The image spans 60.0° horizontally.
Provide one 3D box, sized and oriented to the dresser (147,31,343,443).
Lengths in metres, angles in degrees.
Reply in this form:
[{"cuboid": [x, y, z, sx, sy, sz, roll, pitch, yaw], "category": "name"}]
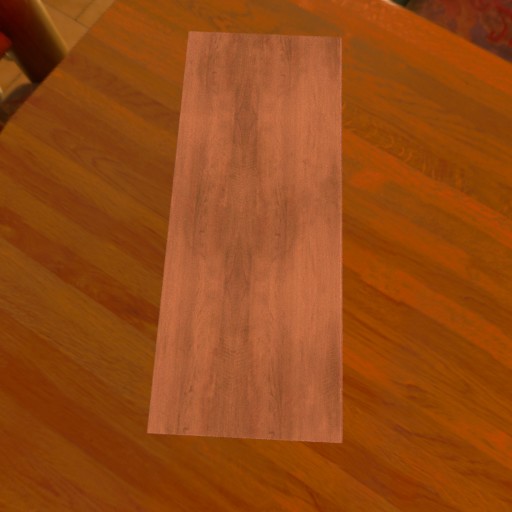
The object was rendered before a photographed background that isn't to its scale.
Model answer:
[{"cuboid": [0.000, 0.000, 1.434, 0.404, 0.816, 0.994, 3, 75, 1], "category": "dresser"}]
